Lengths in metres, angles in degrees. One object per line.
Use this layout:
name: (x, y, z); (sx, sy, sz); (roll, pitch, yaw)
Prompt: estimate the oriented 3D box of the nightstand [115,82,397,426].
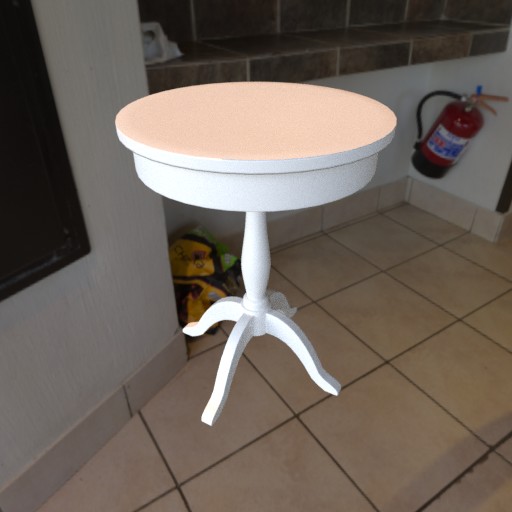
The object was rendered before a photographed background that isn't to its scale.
nightstand: (0.000, 0.000, 1.012); (0.513, 0.653, 0.513); (23, 39, 31)
